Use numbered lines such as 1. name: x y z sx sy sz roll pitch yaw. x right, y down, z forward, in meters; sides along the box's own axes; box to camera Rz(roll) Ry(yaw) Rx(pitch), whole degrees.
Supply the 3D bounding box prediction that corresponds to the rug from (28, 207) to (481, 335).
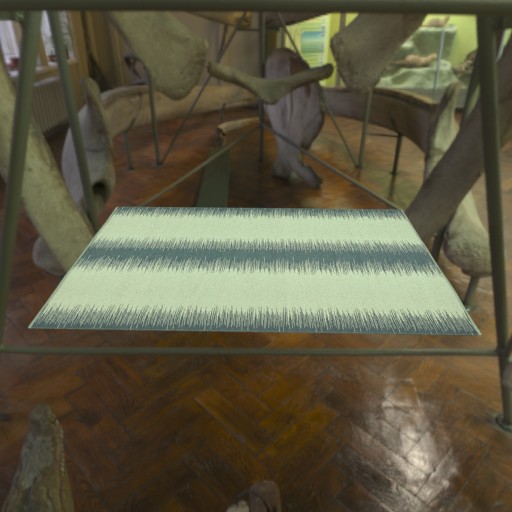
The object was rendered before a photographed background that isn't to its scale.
1. rug: 0.000 0.000 2.332 1.854 0.006 1.234 1 30 1
